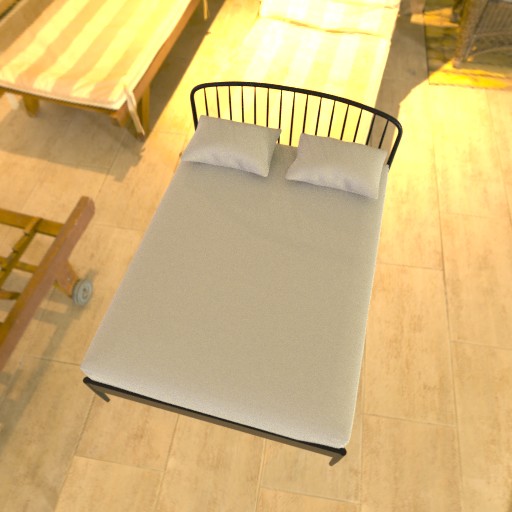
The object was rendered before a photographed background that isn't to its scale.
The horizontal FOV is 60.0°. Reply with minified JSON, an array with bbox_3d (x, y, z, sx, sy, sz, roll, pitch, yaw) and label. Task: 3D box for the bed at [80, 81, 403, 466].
[{"bbox_3d":[0.000,0.000,3.038,1.618,1.166,2.159,13,58,8],"label":"bed"}]
